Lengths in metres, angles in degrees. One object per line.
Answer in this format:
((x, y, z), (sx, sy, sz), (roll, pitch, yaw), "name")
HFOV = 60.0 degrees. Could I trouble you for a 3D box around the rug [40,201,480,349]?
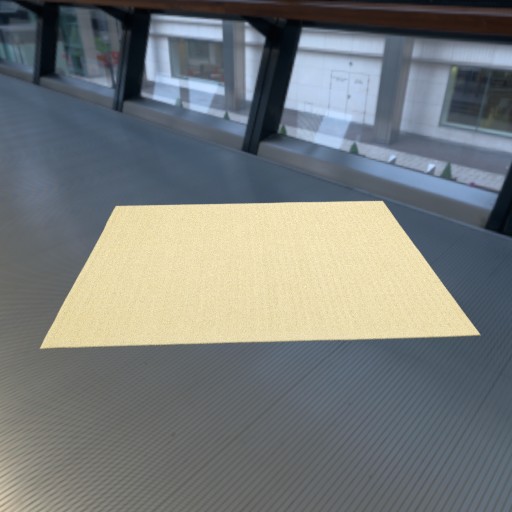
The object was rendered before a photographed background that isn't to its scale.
((0.000, 0.000, 4.253), (3.204, 0.016, 2.452), (-1, 31, -2), "rug")
